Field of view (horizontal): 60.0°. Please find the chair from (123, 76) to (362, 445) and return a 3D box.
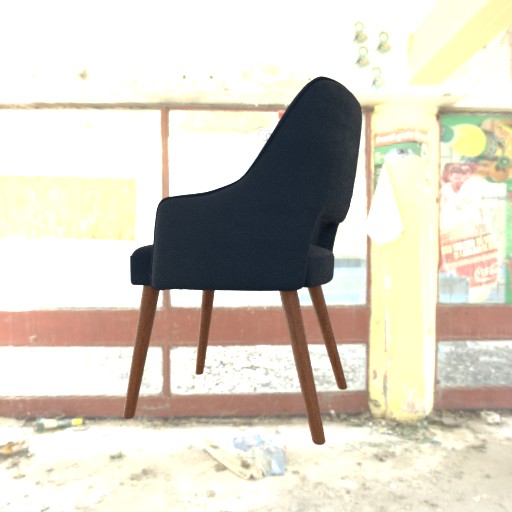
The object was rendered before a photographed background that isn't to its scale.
[{"bbox_3d":[0.000,0.000,1.271,0.591,0.844,0.559,0,1,18],"label":"chair"}]
